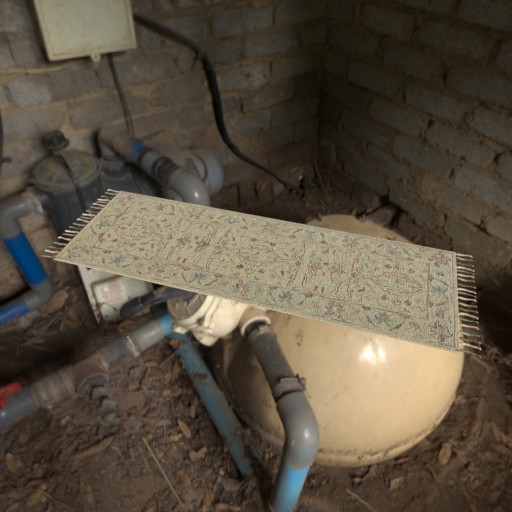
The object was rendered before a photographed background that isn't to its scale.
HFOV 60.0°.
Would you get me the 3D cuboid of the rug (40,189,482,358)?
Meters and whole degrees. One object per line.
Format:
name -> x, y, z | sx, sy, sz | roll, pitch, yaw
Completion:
rug -> 0.000, 0.000, 2.611 | 2.440, 0.013, 0.769 | 12, 42, 13
